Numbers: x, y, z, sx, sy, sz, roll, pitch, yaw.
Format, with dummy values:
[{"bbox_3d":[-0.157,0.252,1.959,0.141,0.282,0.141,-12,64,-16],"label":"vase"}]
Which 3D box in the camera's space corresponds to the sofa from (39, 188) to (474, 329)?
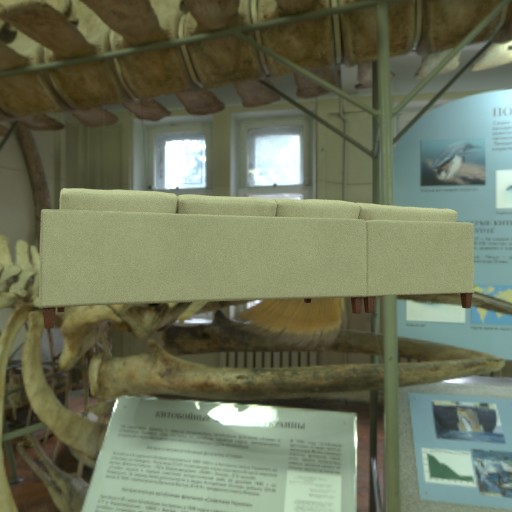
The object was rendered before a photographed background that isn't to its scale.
[{"bbox_3d":[0.000,0.000,3.798,3.186,0.846,1.625,0,0,-19],"label":"sofa"}]
